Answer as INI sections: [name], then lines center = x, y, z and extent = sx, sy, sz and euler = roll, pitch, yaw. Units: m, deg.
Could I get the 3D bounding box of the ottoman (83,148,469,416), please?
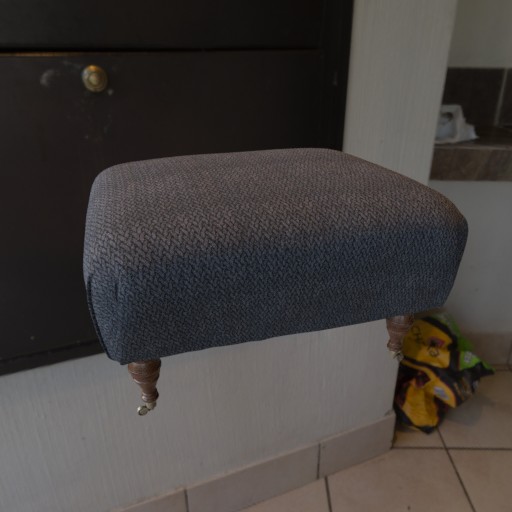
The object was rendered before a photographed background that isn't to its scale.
[ottoman]
center = 0.000, 0.000, 1.077
extent = 0.747, 0.450, 0.622
euler = -7, 25, -16
